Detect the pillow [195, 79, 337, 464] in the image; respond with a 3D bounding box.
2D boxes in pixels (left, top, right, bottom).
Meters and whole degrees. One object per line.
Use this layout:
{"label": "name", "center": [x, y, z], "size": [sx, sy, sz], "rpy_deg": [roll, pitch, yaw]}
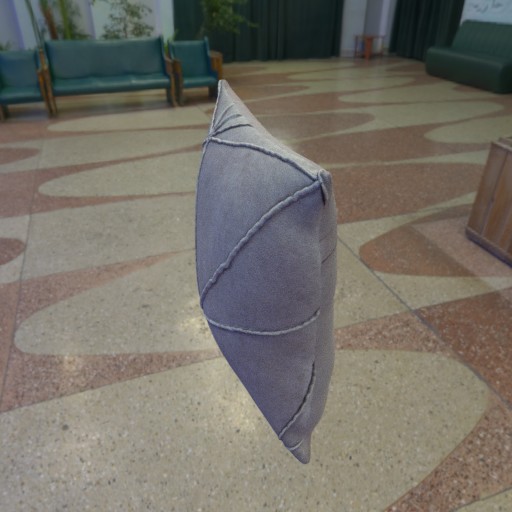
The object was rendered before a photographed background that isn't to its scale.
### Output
{"label": "pillow", "center": [0.000, 0.000, 0.678], "size": [0.185, 0.440, 0.439], "rpy_deg": [-9, 33, -14]}
